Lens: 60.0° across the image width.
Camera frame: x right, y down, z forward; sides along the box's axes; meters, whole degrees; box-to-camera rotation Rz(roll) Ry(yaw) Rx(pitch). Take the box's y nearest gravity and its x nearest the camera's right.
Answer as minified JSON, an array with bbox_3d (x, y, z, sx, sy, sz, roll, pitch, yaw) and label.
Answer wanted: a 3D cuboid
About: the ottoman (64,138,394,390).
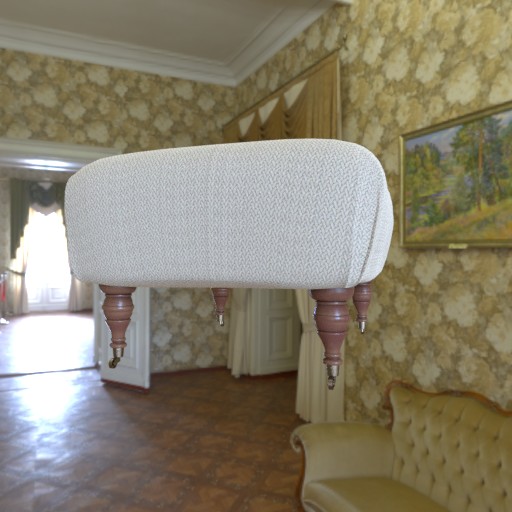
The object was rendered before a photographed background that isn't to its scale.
[{"bbox_3d":[0.000,0.000,1.072,0.622,0.447,0.684,0,0,19],"label":"ottoman"}]
